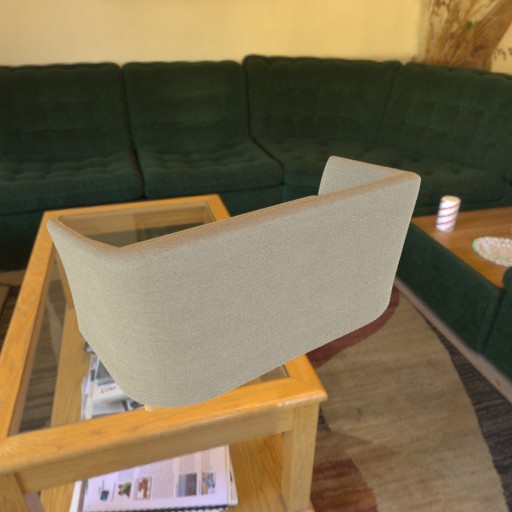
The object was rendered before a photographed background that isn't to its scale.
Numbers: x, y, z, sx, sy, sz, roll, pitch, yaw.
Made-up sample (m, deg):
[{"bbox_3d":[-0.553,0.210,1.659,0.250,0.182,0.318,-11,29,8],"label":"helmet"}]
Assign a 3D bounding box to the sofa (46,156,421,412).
[{"bbox_3d":[0.000,0.000,1.875,1.452,0.721,0.705,-18,35,-28],"label":"sofa"}]
